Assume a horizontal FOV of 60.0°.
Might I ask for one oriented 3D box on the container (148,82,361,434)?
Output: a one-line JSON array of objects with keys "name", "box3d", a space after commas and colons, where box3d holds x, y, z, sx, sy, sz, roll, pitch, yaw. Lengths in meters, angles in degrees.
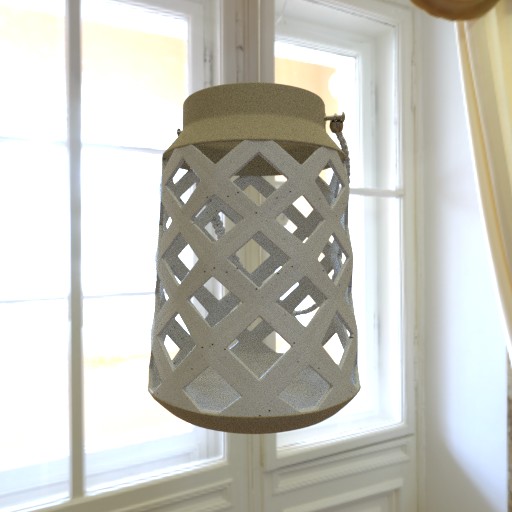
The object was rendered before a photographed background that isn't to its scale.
[{"name": "container", "box3d": [0.000, 0.000, 0.348, 0.163, 0.229, 0.172, 0, 1, 20]}]
